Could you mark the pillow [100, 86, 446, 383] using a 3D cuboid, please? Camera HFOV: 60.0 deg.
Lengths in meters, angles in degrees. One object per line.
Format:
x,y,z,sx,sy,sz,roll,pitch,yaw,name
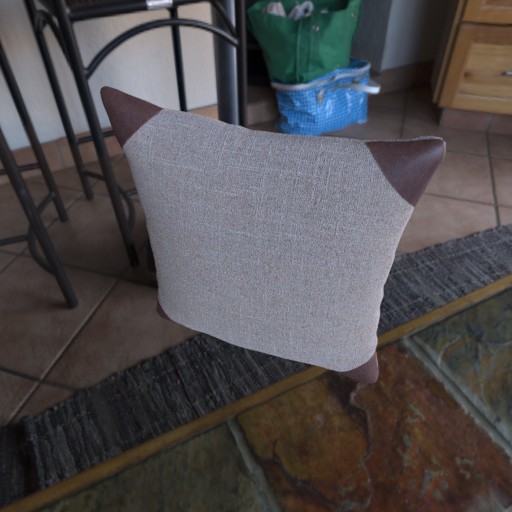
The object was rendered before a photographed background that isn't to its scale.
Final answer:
0.000,0.000,0.663,0.437,0.448,0.147,13,43,15,pillow
